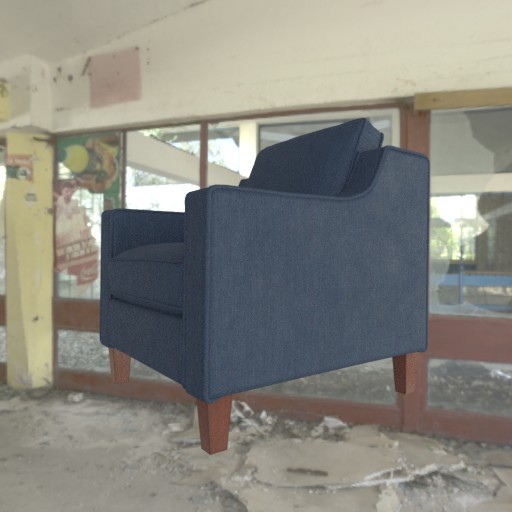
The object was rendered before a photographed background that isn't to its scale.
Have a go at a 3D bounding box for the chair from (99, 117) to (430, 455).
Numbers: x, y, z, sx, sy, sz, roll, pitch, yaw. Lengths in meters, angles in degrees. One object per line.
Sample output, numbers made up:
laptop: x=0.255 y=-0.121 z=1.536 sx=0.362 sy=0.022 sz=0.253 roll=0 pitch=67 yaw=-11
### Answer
chair: x=0.000 y=0.000 z=1.618 sx=0.909 sy=0.960 sz=0.831 roll=-1 pitch=1 yaw=-36
